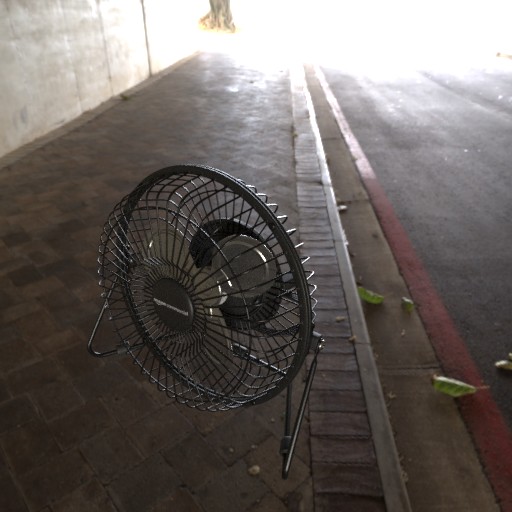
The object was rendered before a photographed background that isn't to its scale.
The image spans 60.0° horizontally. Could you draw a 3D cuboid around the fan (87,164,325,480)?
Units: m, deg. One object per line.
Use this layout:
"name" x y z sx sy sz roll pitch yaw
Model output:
"fan" 0.000 0.000 0.377 0.209 0.188 0.227 20 35 31
